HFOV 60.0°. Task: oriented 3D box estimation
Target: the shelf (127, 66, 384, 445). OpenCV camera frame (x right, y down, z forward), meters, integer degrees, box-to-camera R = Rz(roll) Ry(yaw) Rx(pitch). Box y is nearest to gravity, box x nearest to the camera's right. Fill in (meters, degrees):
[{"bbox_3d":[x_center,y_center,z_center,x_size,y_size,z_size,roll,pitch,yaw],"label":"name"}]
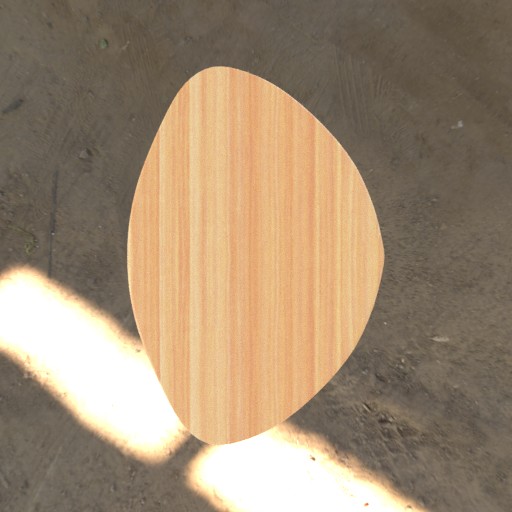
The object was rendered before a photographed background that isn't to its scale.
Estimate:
[{"bbox_3d":[0.000,0.000,1.676,0.845,0.440,1.246,0,91,0],"label":"shelf"}]
